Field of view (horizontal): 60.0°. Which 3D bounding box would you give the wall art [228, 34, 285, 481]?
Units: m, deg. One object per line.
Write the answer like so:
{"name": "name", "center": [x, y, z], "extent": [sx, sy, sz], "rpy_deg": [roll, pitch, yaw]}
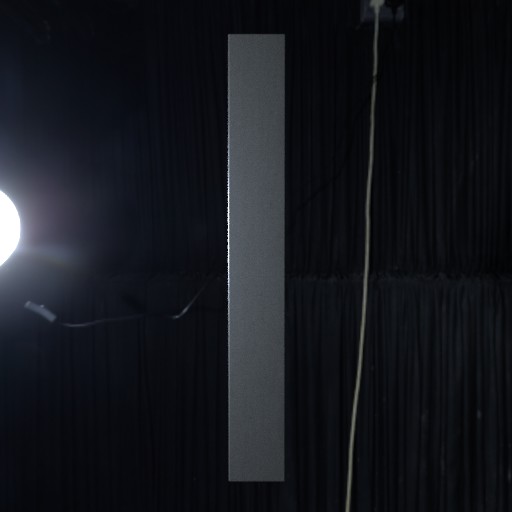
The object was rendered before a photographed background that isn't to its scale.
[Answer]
{"name": "wall art", "center": [0.000, 0.000, 0.452], "extent": [0.038, 0.304, 0.304], "rpy_deg": [0, 1, 0]}
